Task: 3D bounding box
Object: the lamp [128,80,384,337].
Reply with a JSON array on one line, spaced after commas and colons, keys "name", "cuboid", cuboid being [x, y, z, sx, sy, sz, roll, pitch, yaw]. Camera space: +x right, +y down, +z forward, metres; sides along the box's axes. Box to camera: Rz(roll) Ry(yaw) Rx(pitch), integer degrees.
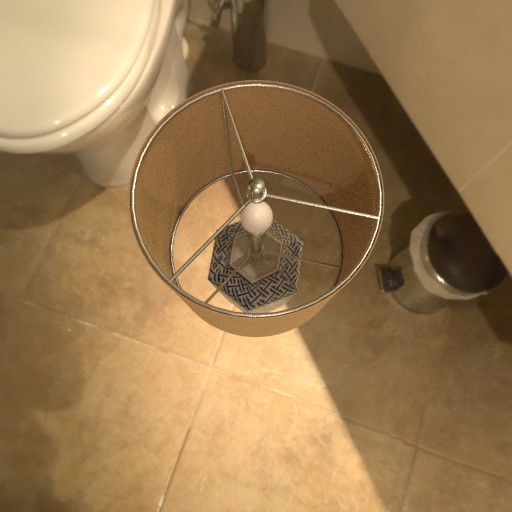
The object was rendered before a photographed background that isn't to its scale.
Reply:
[{"name": "lamp", "cuboid": [0.000, 0.000, 0.864, 0.320, 0.682, 0.320, -17, 76, -4]}]
